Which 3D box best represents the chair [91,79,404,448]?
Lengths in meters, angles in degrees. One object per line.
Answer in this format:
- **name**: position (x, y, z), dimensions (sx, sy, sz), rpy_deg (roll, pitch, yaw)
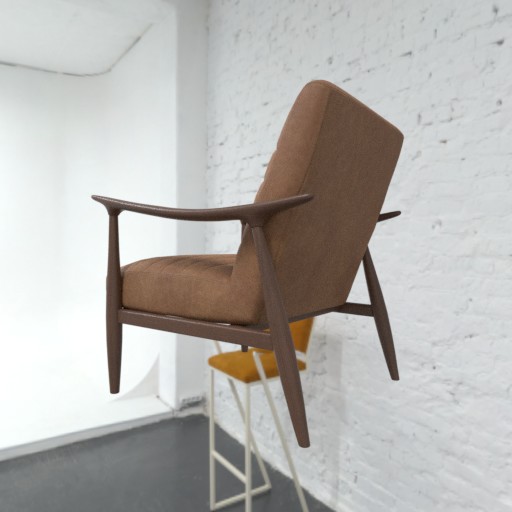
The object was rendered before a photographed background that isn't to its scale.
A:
- **chair**: position (0.000, 0.000, 1.438), dimensions (0.798, 0.832, 0.741), rpy_deg (1, 1, 36)
